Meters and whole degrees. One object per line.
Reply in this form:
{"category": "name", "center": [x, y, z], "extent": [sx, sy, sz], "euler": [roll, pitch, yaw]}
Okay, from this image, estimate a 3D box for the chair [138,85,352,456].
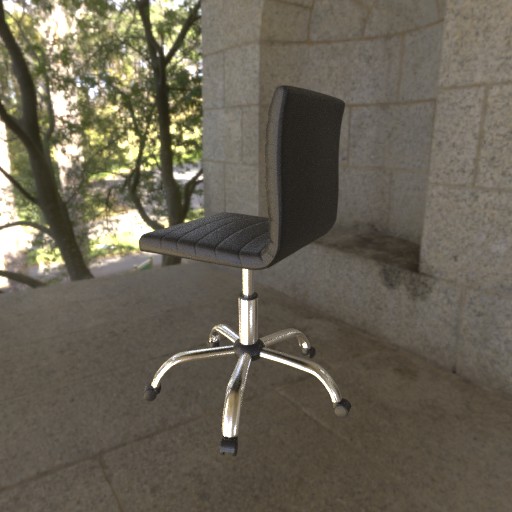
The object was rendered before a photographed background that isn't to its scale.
{"category": "chair", "center": [0.000, 0.000, 1.138], "extent": [0.530, 0.780, 0.556], "euler": [7, 17, 26]}
